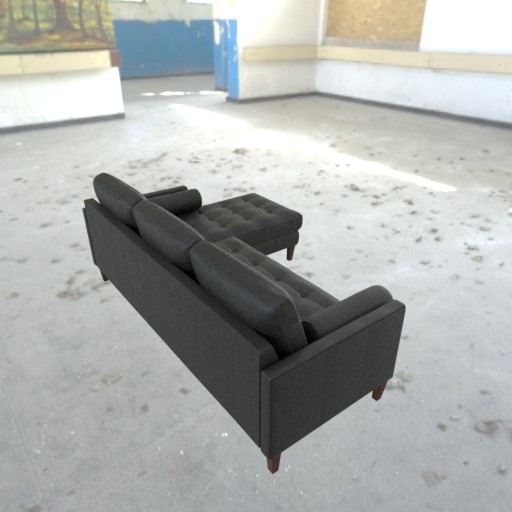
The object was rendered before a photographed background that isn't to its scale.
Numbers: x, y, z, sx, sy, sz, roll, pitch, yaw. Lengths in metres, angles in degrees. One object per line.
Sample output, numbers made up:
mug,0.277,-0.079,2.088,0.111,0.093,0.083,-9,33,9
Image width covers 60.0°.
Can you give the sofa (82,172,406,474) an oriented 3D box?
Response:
sofa,0.000,0.000,2.886,1.497,0.876,2.178,-20,34,-32
